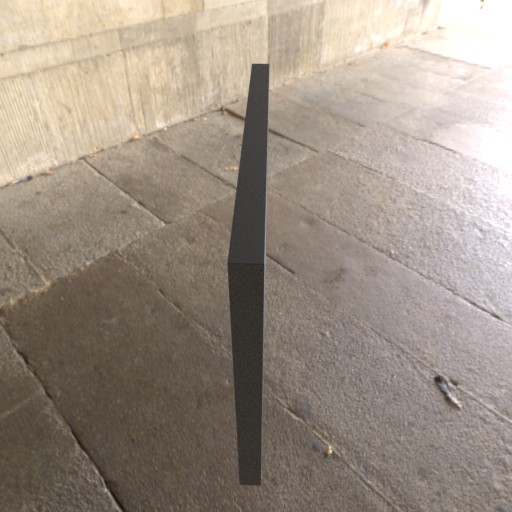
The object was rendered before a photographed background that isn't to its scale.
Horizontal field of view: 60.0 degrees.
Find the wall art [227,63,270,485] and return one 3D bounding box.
[{"bbox_3d":[0.000,0.000,0.542,0.024,0.329,0.404,1,40,1],"label":"wall art"}]
